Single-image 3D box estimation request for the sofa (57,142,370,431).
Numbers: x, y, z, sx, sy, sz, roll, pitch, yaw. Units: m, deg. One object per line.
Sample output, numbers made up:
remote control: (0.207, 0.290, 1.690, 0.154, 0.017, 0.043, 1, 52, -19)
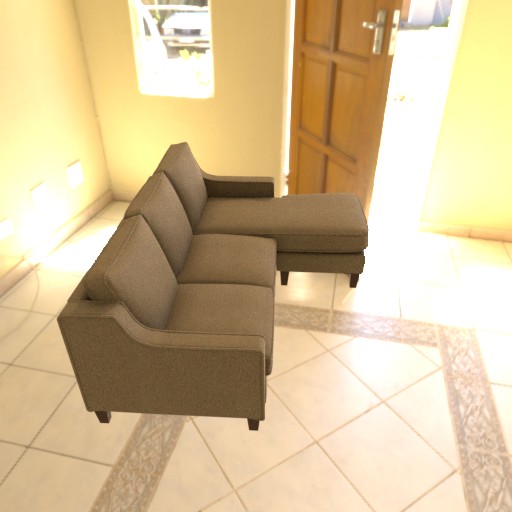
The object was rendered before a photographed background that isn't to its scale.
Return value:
sofa: (0.000, 0.000, 3.307, 1.858, 1.081, 2.317, 2, 33, 3)
